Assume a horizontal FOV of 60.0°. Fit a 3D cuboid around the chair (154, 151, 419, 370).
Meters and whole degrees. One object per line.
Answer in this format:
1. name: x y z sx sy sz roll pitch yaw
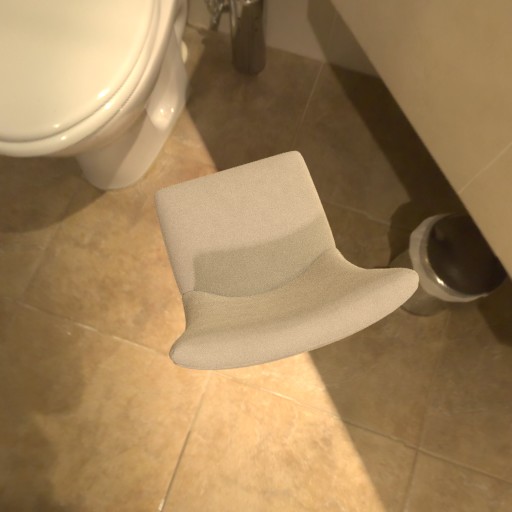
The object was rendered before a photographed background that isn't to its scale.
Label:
1. chair: 0.000 0.000 1.275 0.495 0.902 0.610 -17 76 -5
